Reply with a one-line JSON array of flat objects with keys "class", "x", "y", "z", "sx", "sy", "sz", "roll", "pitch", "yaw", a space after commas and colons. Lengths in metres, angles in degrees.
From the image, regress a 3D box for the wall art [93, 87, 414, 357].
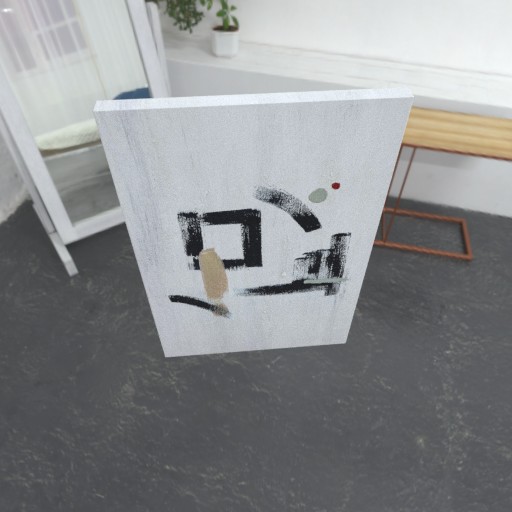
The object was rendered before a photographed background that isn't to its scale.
[{"class": "wall art", "x": 0.000, "y": 0.000, "z": 1.207, "sx": 0.624, "sy": 0.914, "sz": 0.043, "roll": -4, "pitch": 47, "yaw": -3}]
